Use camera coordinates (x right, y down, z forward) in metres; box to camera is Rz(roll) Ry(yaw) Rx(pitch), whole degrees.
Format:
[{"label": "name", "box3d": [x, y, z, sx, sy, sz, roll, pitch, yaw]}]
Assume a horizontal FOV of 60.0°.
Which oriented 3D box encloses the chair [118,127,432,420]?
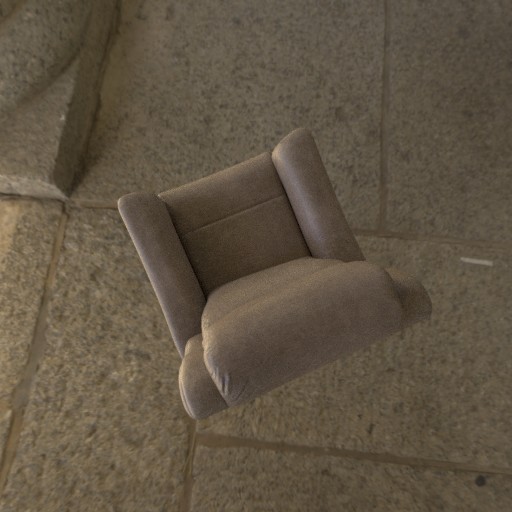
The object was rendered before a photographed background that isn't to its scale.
[{"label": "chair", "box3d": [0.000, 0.000, 1.960, 0.967, 1.116, 1.068, -22, 76, -6]}]
